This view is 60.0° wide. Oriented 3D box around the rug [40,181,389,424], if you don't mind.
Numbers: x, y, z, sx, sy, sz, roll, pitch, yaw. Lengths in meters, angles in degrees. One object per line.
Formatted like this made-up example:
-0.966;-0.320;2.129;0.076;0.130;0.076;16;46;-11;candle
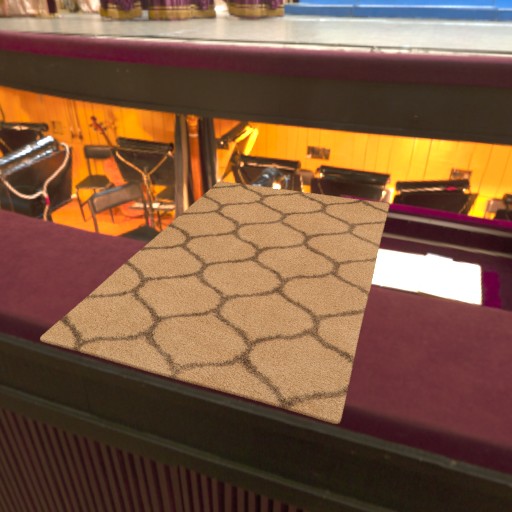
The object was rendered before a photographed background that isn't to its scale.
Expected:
0.000;0.000;3.470;1.801;0.026;2.701;10;32;17;rug
